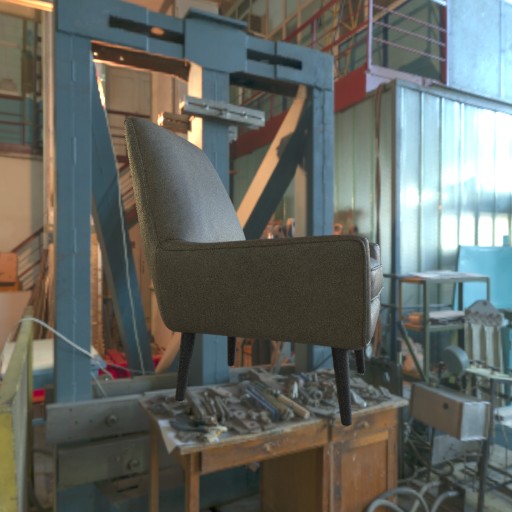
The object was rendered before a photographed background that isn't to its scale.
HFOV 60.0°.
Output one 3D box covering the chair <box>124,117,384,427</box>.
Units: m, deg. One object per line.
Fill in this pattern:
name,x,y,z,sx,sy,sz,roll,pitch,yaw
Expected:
chair,0.000,0.000,1.509,0.824,0.888,0.787,0,0,17
